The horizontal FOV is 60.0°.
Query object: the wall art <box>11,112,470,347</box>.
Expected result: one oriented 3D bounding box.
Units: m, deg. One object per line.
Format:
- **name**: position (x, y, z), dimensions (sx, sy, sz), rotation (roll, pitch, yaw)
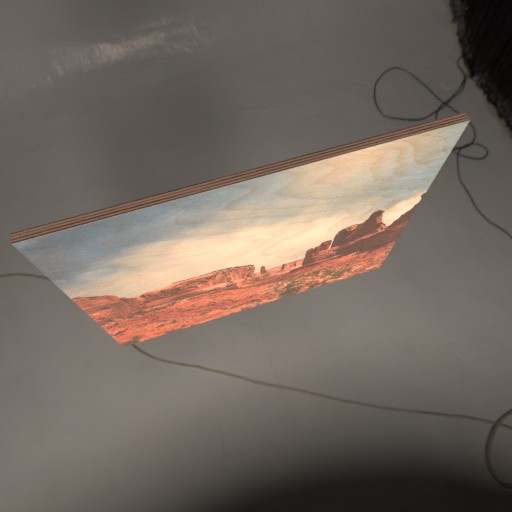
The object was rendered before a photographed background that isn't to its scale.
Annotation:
- **wall art**: position (0.000, 0.000, 0.654), dimensions (0.508, 0.406, 0.013), rotation (-16, 65, -8)
